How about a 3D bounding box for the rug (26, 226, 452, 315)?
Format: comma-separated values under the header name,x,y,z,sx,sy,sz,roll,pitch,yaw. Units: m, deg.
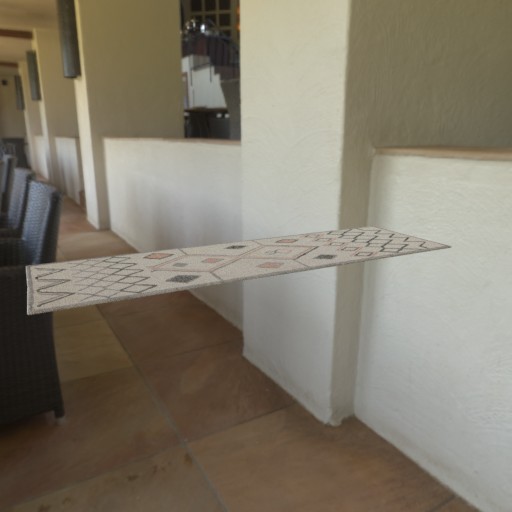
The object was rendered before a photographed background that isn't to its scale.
name,x,y,z,sx,sy,sz,roll,pitch,yaw
rug,0.000,0.000,2.628,2.435,0.011,0.750,-8,17,-26
